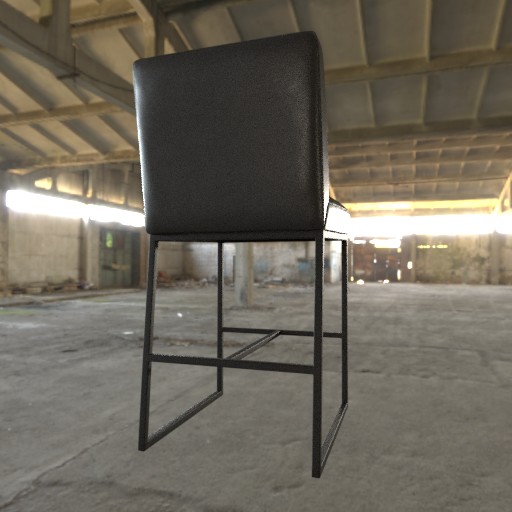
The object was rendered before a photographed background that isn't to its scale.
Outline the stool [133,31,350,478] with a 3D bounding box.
[{"bbox_3d":[0.000,0.000,1.223,0.457,0.938,0.552,0,-1,18],"label":"stool"}]
